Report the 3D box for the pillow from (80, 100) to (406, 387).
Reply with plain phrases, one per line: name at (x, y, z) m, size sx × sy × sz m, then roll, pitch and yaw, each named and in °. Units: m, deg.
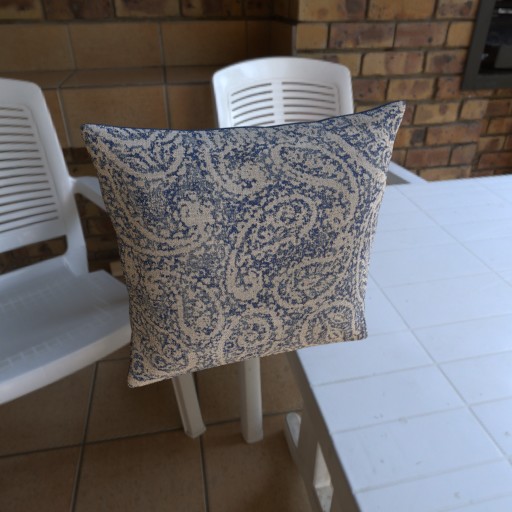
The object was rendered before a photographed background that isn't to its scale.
pillow at (0.000, 0.000, 0.803) m, size 0.523 × 0.510 × 0.166 m, roll -9°, pitch 32°, yaw -14°
